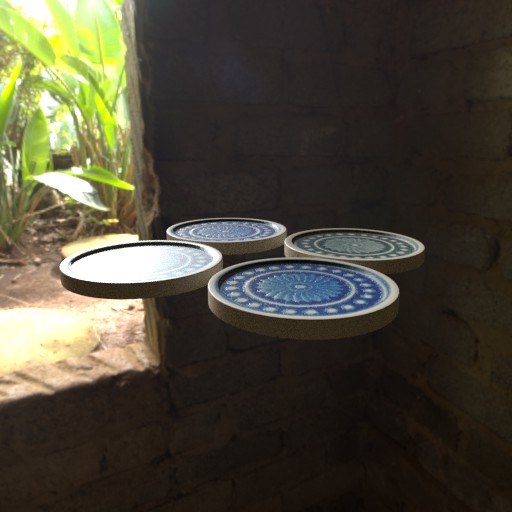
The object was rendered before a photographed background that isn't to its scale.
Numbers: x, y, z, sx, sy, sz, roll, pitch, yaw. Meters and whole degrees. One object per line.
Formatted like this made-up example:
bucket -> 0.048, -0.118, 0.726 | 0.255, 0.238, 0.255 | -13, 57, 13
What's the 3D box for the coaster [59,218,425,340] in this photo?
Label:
coaster -> 0.000, 0.000, 0.330 | 0.224, 0.010, 0.220 | 8, 17, 26
